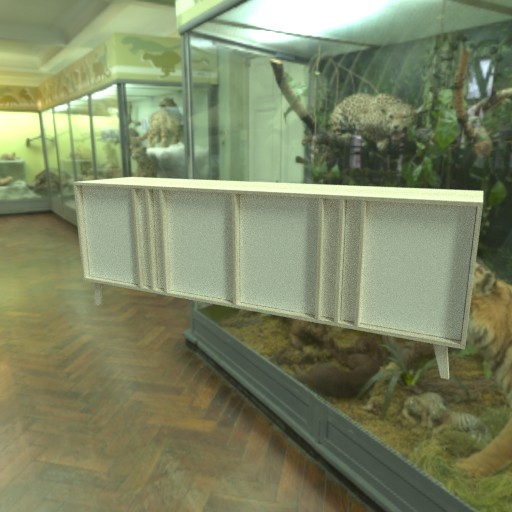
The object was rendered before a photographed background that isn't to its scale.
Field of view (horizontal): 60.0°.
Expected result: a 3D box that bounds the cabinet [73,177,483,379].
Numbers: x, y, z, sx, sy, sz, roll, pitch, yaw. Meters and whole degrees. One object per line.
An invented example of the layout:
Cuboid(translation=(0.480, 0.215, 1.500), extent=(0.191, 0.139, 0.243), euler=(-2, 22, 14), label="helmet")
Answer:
Cuboid(translation=(0.000, 0.000, 2.491), extent=(2.200, 0.780, 0.500), euler=(7, 16, 26), label="cabinet")
